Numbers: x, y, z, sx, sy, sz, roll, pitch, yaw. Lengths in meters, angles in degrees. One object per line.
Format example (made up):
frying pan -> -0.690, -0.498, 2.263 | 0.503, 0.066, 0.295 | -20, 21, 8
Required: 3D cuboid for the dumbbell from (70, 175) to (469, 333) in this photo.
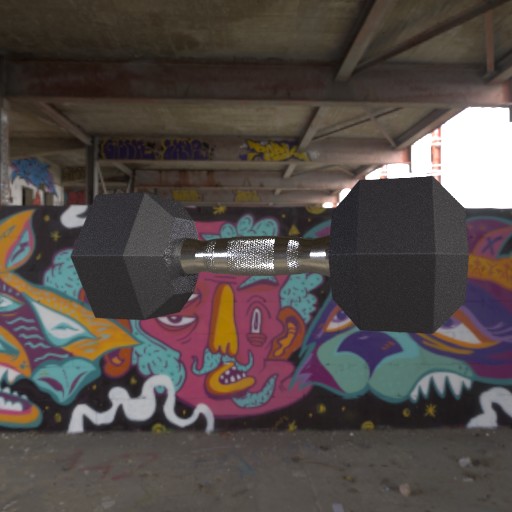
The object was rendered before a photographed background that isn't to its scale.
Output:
dumbbell -> 0.000, 0.000, 0.350 | 0.297, 0.101, 0.116 | 0, -1, 18
